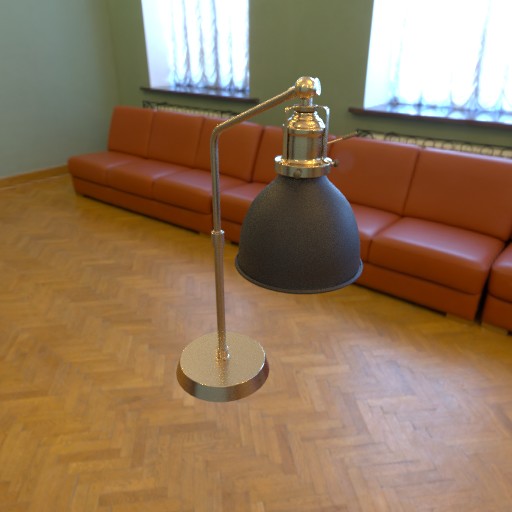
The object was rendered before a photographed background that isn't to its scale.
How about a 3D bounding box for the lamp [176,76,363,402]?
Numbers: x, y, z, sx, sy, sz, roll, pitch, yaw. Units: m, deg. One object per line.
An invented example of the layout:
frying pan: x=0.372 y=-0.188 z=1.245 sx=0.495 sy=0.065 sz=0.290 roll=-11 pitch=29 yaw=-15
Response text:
lamp: x=0.000 y=0.000 z=0.598 sx=0.291 sy=0.456 sz=0.160 roll=18 pitch=31 yaw=32
